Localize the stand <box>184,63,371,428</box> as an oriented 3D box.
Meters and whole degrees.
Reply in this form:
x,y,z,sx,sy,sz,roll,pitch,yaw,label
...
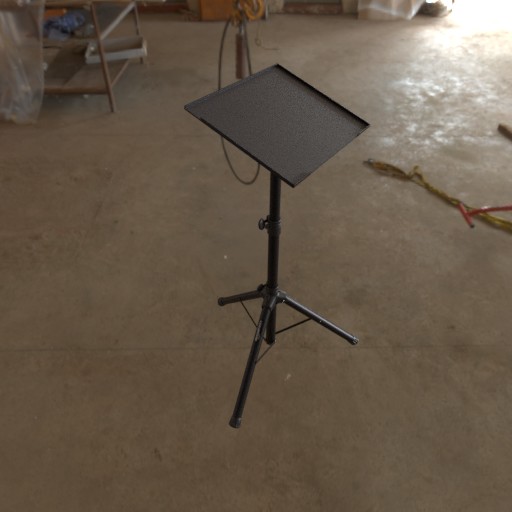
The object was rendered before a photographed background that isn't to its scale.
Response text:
x,y,z,sx,sy,sz,roll,pitch,yaw,label
0.000,0.000,1.648,0.702,1.198,0.702,25,46,26,stand
